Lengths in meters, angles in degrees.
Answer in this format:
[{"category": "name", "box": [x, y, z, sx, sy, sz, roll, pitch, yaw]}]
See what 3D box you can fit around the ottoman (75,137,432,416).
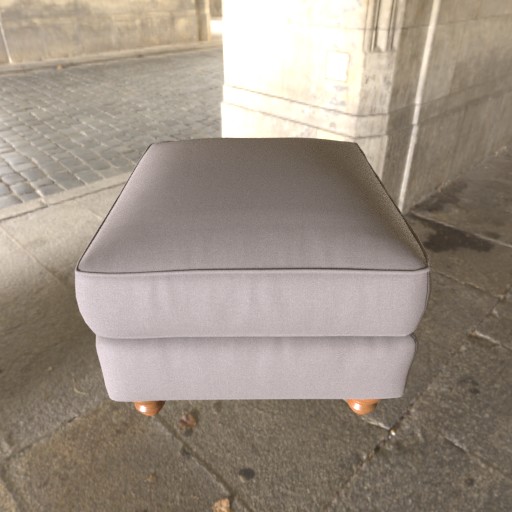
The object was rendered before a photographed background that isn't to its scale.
[{"category": "ottoman", "box": [0.000, 0.000, 1.138, 0.662, 0.505, 0.721, 0, 32, 0]}]
